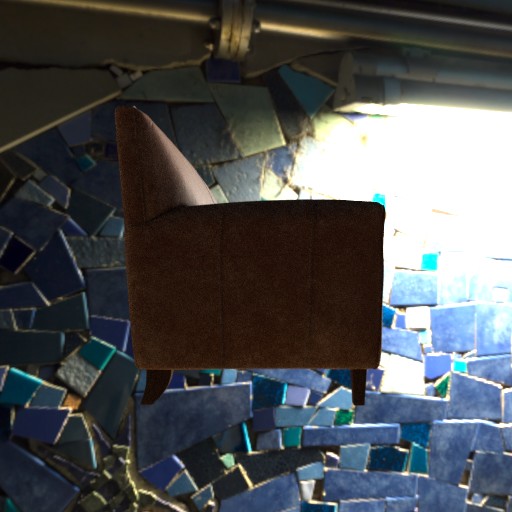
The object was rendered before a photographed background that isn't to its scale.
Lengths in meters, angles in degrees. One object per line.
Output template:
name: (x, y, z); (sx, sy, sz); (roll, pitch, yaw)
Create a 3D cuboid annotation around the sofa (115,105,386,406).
sofa: (0.000, 0.000, 1.976); (0.787, 0.871, 1.473); (0, 1, 0)
